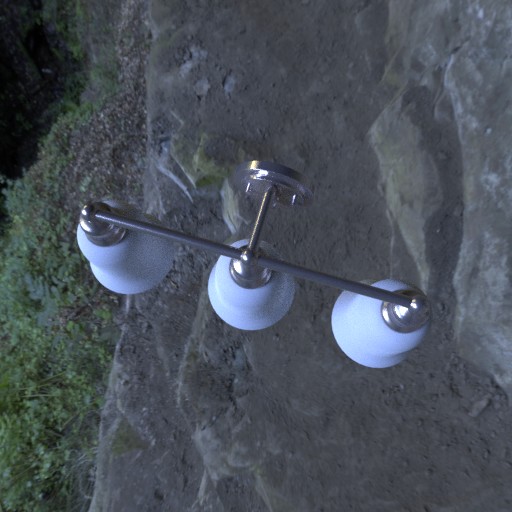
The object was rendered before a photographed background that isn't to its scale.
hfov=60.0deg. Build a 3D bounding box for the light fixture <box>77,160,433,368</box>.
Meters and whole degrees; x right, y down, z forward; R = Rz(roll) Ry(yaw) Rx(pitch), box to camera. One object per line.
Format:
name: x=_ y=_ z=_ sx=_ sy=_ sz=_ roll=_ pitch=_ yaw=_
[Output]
light fixture: x=0.000 y=0.000 z=0.647 sx=0.570 sy=0.211 sz=0.198 roll=16 pitch=76 yaw=4
